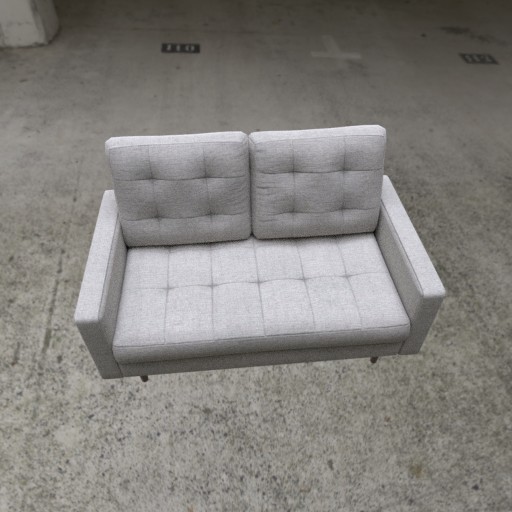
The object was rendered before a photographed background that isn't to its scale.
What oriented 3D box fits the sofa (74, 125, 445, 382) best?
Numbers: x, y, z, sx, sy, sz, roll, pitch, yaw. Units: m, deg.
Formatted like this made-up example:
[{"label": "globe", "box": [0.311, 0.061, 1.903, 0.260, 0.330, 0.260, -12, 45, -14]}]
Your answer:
[{"label": "sofa", "box": [0.000, 0.000, 1.992, 1.407, 0.907, 0.842, -4, 46, -4]}]
